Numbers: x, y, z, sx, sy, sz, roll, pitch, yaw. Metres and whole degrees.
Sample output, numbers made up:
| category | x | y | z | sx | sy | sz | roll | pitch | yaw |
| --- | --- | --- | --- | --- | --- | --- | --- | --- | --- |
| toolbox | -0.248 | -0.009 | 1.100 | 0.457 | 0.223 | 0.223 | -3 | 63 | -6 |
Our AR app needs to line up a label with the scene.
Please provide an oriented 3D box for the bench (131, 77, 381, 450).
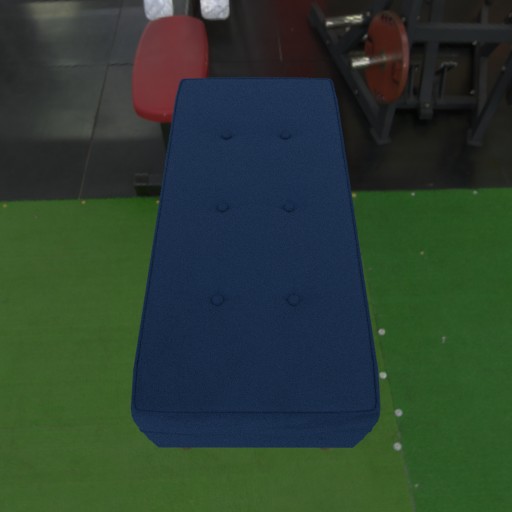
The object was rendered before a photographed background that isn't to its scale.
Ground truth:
| category | x | y | z | sx | sy | sz | roll | pitch | yaw |
| --- | --- | --- | --- | --- | --- | --- | --- | --- | --- |
| bench | 0.000 | 0.000 | 1.265 | 0.489 | 0.467 | 1.010 | 0 | 57 | 0 |
